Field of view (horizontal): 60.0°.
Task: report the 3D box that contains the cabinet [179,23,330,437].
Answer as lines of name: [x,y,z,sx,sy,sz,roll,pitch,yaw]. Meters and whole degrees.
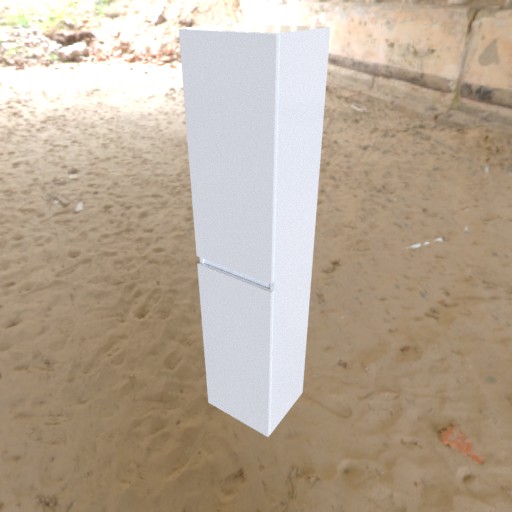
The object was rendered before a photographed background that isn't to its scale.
cabinet: [0.000,0.000,1.525,0.300,1.400,0.270,19,36,29]
